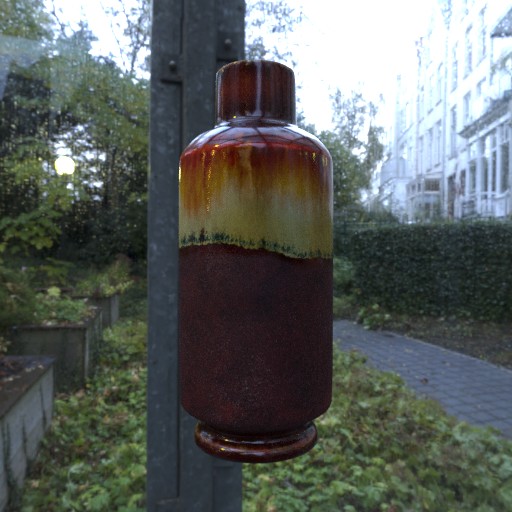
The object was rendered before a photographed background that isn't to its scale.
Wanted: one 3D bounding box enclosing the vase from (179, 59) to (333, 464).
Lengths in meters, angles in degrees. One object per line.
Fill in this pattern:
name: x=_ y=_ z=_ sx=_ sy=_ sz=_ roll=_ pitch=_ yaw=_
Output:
vase: x=0.000 y=0.000 z=0.322 sx=0.111 sy=0.261 sz=0.111 roll=0 pitch=0 yaw=0
